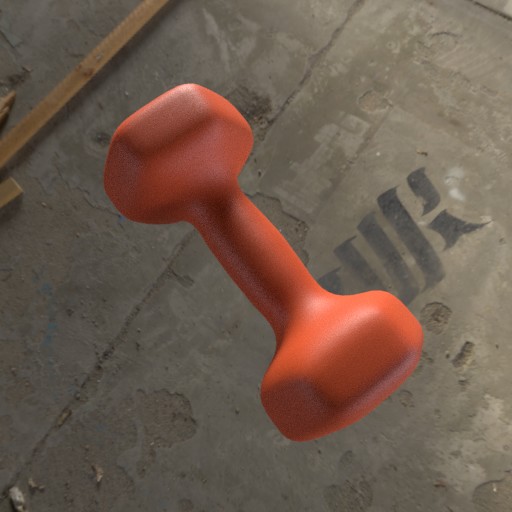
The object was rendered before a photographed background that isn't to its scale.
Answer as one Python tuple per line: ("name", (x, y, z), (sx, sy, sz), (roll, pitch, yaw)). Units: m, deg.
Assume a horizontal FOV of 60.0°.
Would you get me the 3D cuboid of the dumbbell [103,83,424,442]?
("dumbbell", (0.000, 0.000, 0.206), (0.079, 0.071, 0.162), (-36, 78, -9))
